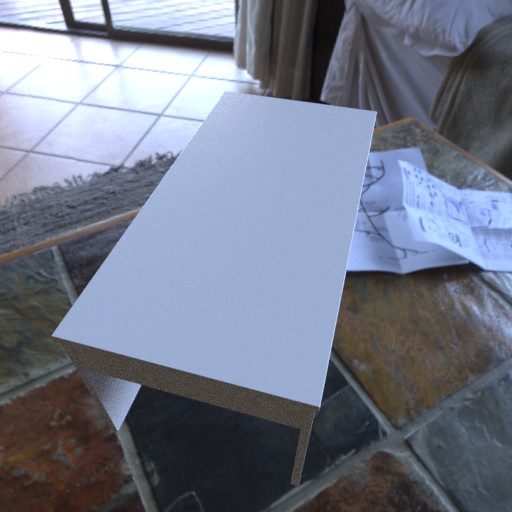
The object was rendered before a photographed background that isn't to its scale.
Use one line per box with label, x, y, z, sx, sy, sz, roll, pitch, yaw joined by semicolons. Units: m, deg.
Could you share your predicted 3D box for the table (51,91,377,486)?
table;0.000;0.000;1.257;0.500;0.440;1.000;12;48;11
